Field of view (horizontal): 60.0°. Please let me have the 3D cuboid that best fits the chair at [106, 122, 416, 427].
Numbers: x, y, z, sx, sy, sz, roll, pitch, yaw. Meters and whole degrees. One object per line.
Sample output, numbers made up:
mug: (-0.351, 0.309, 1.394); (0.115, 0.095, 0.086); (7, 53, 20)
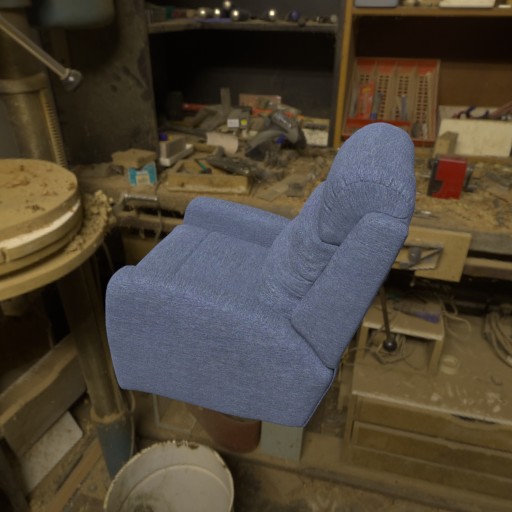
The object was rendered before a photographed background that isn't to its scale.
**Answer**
chair: (0.000, 0.000, 1.726); (1.043, 1.013, 0.798); (9, 32, 14)
